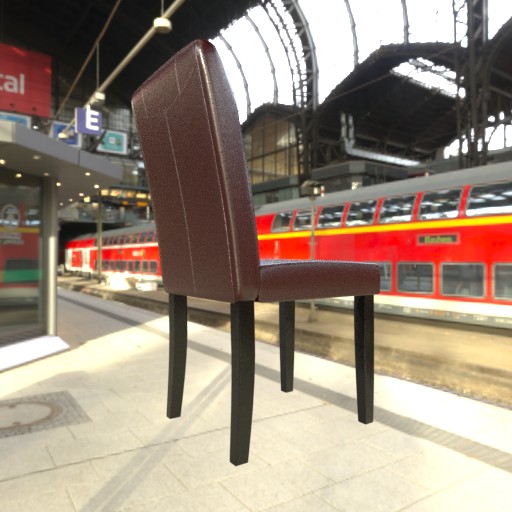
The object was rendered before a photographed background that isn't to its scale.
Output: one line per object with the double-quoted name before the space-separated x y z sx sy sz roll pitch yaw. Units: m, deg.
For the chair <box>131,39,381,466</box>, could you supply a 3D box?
"chair" 0.000 0.000 1.193 0.556 0.897 0.399 0 0 -35
